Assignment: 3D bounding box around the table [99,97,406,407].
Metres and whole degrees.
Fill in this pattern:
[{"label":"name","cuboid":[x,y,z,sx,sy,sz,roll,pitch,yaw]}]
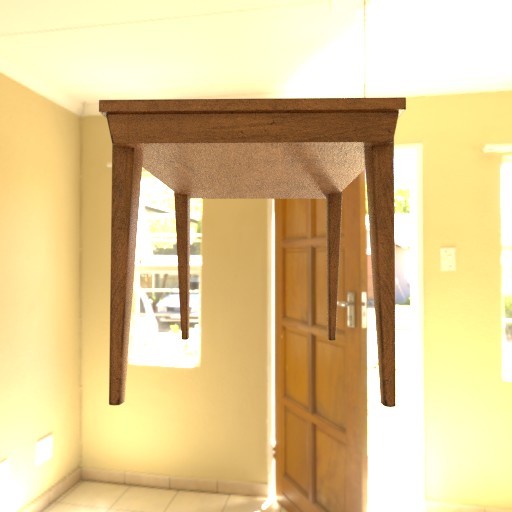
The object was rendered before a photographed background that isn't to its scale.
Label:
[{"label":"table","cuboid":[0.000,0.000,1.600,0.757,0.760,1.027,0,-1,1]}]
